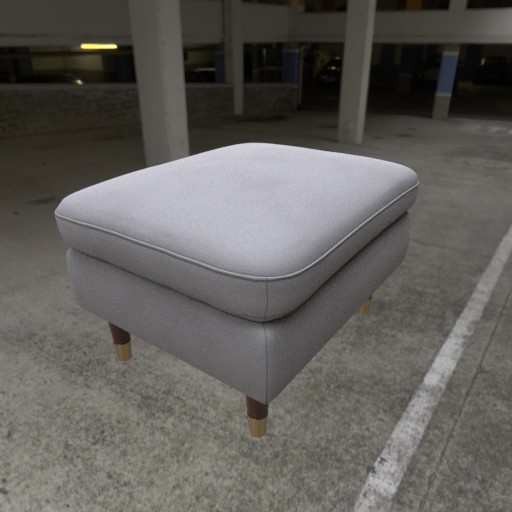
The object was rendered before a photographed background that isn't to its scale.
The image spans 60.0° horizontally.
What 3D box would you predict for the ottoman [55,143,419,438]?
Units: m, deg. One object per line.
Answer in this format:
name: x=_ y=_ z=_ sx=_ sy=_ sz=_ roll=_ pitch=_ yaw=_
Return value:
ottoman: x=0.000 y=0.000 z=1.131 sx=0.593 sy=0.478 sz=0.747 roll=17 pitch=31 yaw=31
